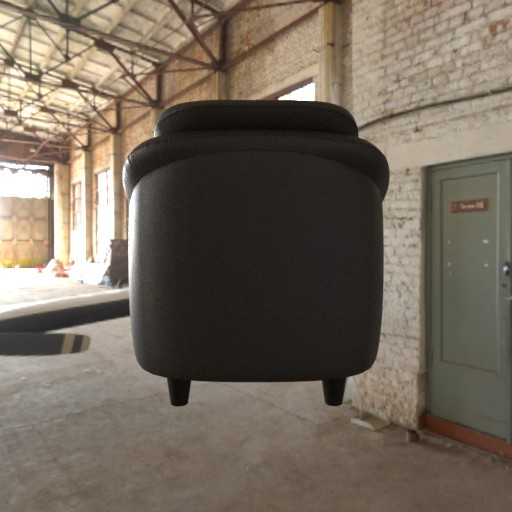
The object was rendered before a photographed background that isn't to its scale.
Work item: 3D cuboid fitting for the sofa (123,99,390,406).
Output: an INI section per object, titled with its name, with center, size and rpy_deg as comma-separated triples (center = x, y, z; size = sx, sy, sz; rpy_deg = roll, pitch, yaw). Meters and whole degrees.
[sofa]
center = 0.000, 0.000, 1.501
size = 0.870, 0.811, 0.794
rpy_deg = 0, 1, 0
